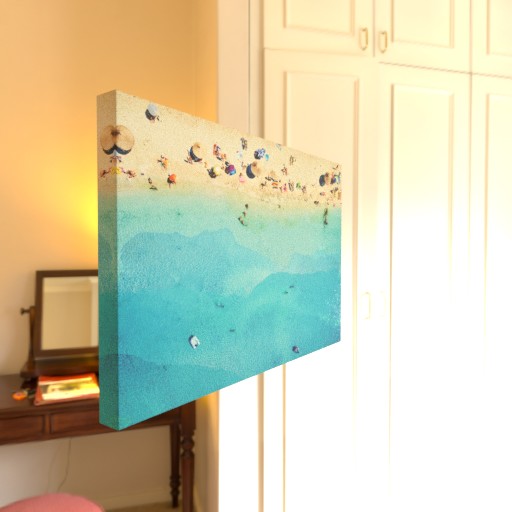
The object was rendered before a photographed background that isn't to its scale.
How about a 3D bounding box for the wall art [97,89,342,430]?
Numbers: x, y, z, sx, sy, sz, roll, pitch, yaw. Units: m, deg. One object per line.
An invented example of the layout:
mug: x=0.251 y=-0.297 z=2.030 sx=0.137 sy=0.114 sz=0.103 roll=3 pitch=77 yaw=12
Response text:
wall art: x=0.000 y=0.000 z=0.782 sx=0.039 sy=0.406 sz=0.609 roll=1 pitch=2 yaw=36
